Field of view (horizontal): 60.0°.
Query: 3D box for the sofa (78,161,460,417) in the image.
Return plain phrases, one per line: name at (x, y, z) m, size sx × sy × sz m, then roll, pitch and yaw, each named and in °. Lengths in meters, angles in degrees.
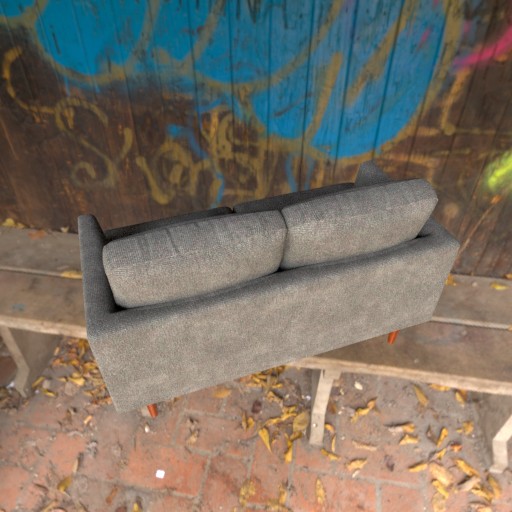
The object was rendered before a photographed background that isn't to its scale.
sofa at (0.000, 0.000, 2.156) m, size 1.582 × 0.956 × 0.903 m, roll -13°, pitch 44°, yaw -14°
